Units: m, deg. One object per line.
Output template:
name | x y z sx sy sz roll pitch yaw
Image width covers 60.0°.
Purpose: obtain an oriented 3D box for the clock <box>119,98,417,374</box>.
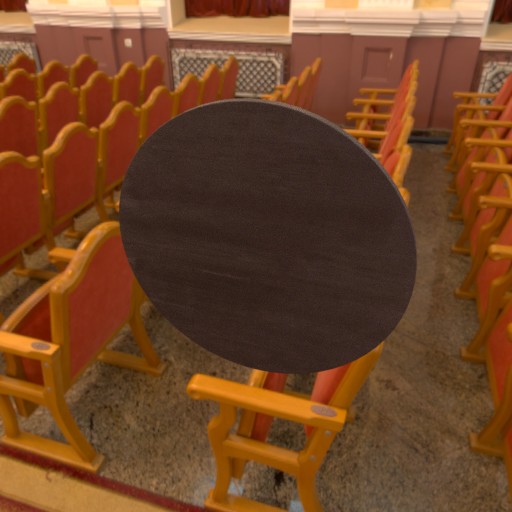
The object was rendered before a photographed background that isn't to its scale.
clock | 0.000 0.000 0.872 0.595 0.595 0.029 10 33 16
